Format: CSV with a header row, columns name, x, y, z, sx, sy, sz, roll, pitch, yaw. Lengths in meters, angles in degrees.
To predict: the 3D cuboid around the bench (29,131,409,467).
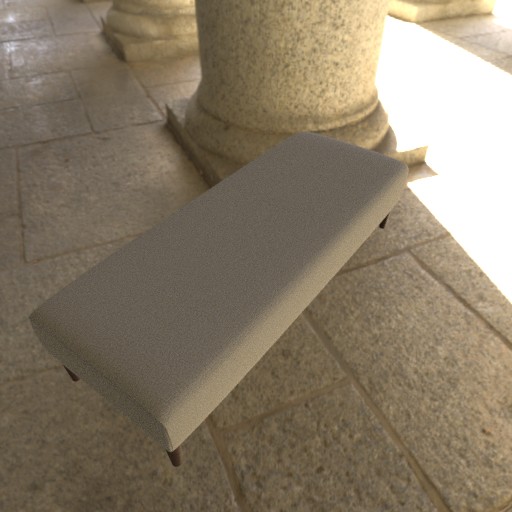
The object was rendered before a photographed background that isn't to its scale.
name,x,y,z,sx,sy,sz,roll,pitch,yaw
bench,0.000,0.000,1.835,0.646,0.393,1.609,26,48,27
